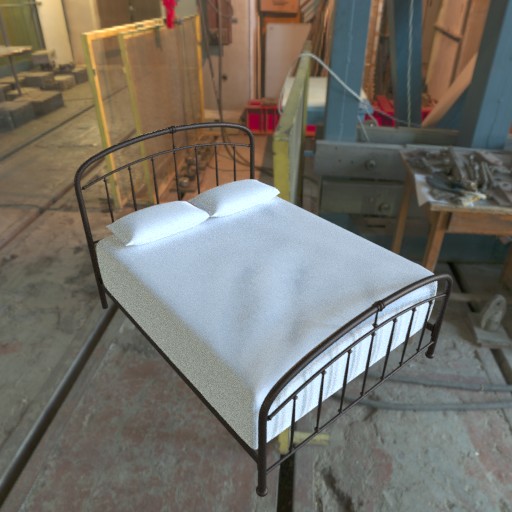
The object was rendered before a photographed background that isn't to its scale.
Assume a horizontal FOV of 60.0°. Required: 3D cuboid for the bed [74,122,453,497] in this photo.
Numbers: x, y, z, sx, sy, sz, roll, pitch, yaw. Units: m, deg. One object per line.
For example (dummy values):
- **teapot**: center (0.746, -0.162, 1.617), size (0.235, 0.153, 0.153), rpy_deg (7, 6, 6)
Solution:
- **bed**: center (0.000, 0.000, 3.215), size (1.711, 1.425, 2.180), rpy_deg (-23, 39, -33)
